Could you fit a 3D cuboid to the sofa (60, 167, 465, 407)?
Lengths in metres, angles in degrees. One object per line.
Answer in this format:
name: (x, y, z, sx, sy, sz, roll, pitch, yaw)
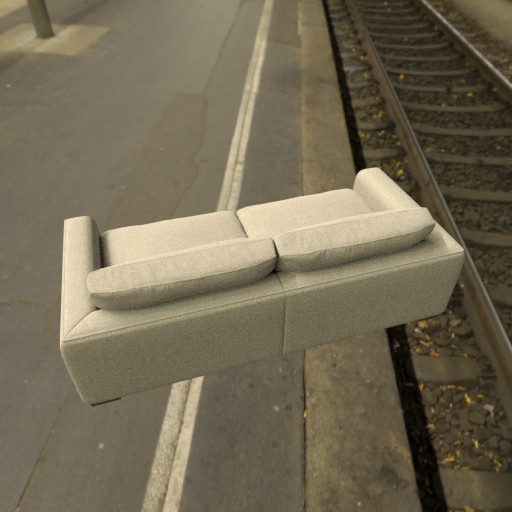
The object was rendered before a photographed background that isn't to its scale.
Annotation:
sofa: (0.000, 0.000, 2.777, 2.262, 0.801, 1.070, -12, 42, -13)
